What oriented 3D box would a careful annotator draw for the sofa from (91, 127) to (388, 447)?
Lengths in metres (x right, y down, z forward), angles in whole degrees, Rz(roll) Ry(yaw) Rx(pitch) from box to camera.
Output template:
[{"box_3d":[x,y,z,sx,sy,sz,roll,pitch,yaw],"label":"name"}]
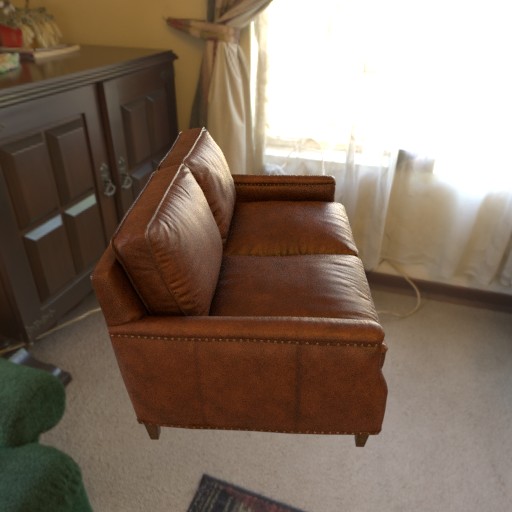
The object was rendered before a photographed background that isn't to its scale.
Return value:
[{"box_3d":[0.000,0.000,2.286,1.083,1.003,1.628,1,31,2],"label":"sofa"}]
